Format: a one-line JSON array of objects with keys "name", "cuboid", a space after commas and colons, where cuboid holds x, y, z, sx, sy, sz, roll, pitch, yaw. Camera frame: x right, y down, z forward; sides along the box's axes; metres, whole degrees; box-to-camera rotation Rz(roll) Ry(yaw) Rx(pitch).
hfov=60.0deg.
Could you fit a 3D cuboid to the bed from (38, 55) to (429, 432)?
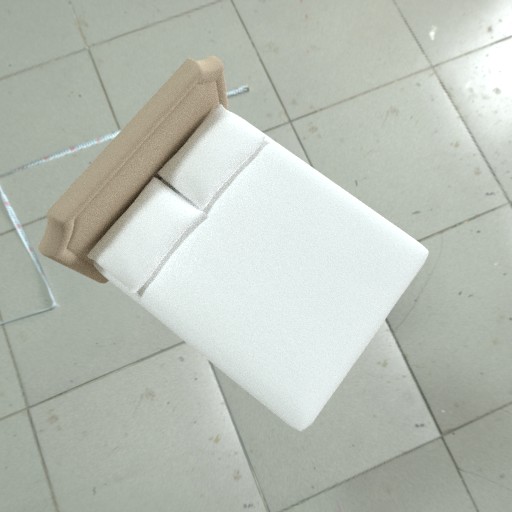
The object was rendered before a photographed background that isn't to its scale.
[{"name": "bed", "cuboid": [0.000, 0.000, 3.284, 2.204, 1.301, 1.828, 37, 80, 8]}]
